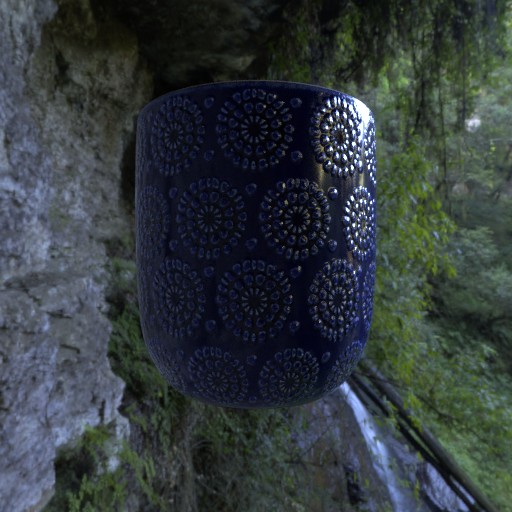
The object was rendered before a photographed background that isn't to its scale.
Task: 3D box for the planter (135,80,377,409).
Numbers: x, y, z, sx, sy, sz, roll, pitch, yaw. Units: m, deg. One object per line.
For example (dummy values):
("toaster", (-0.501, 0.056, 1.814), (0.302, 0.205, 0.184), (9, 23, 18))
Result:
("planter", (0.000, 0.000, 0.349), (0.184, 0.206, 0.184), (0, -1, 0))
